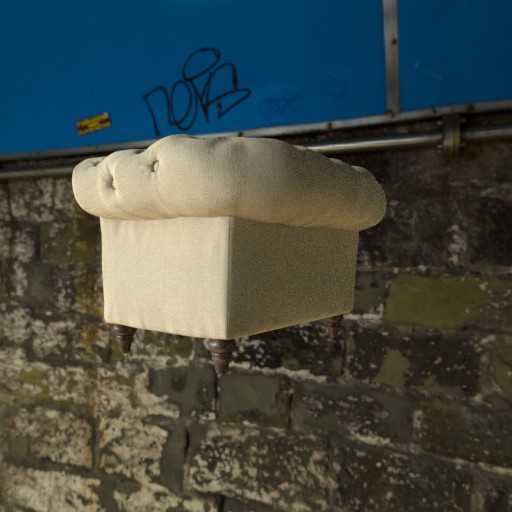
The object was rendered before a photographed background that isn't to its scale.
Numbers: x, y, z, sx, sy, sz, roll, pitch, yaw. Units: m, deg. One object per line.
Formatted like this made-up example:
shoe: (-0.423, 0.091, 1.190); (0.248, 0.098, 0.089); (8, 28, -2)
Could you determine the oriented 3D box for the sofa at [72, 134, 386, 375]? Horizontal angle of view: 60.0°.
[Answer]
sofa: (0.000, 0.000, 2.113); (1.034, 0.878, 1.405); (0, 0, 37)
